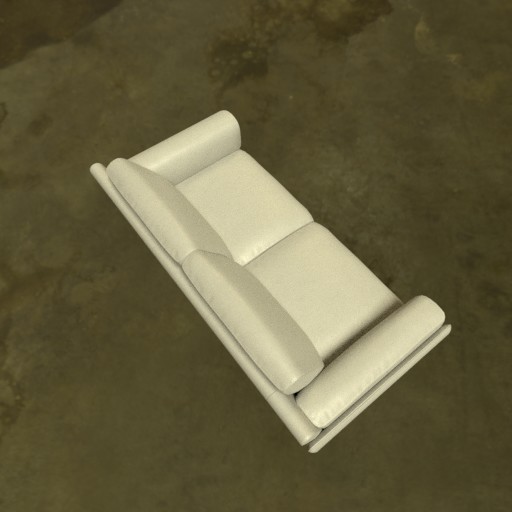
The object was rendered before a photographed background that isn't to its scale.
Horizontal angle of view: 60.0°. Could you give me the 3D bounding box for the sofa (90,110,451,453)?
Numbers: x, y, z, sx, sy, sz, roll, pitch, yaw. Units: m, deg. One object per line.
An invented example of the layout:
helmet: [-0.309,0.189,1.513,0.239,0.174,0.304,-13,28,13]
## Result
sofa: [0.000,0.000,2.704,1.049,0.930,2.101,-34,65,-18]
